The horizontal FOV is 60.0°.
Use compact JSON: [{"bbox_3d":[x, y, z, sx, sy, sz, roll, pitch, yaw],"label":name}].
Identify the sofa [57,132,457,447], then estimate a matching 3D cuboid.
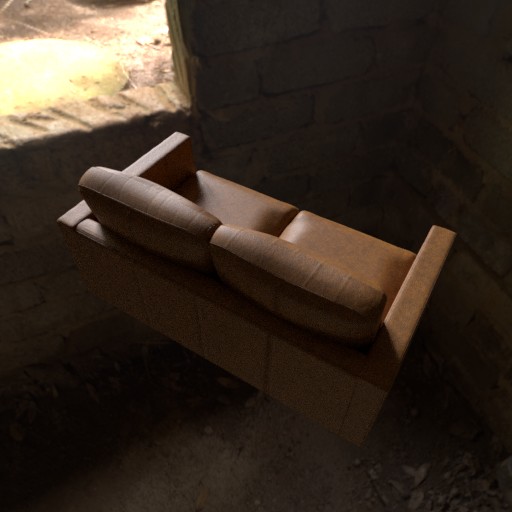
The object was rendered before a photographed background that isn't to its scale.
[{"bbox_3d":[0.000,0.000,2.142,1.578,0.951,0.909,24,52,21],"label":"sofa"}]
